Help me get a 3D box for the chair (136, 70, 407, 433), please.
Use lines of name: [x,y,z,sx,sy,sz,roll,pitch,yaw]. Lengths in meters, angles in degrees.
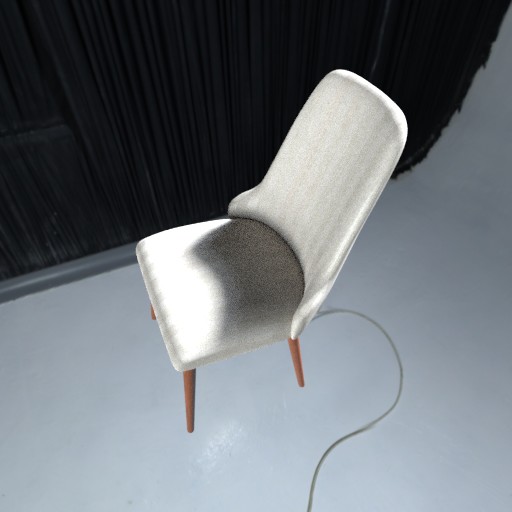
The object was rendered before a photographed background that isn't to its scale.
chair: [0.000,0.000,1.336,0.684,0.917,0.526,-17,50,-15]
